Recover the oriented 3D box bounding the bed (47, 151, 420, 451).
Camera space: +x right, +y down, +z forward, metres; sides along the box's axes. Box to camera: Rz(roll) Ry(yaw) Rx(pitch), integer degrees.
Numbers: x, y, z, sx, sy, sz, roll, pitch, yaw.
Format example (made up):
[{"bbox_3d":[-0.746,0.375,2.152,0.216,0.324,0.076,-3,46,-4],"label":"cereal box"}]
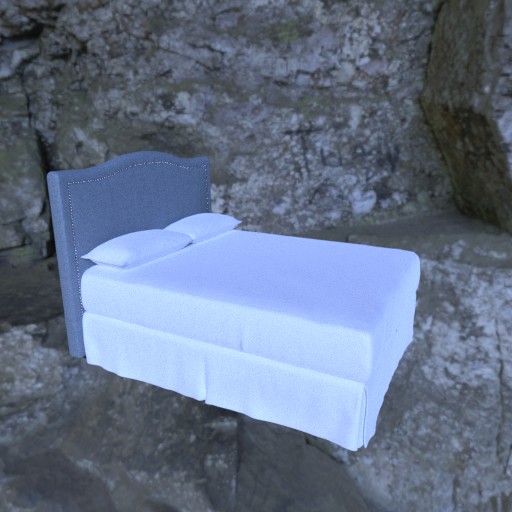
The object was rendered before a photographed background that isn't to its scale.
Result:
[{"bbox_3d":[0.000,0.000,3.267,2.143,1.460,1.753,8,18,27],"label":"bed"}]
